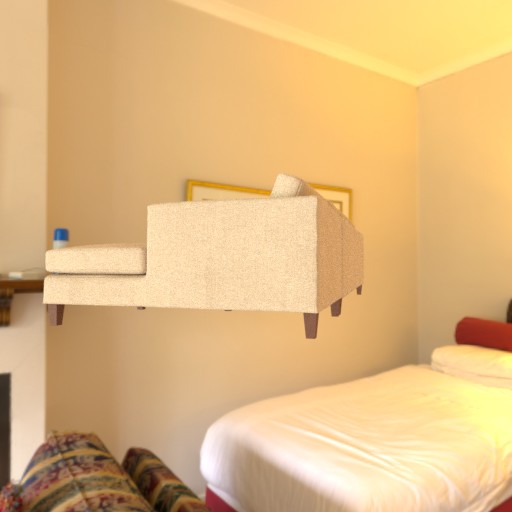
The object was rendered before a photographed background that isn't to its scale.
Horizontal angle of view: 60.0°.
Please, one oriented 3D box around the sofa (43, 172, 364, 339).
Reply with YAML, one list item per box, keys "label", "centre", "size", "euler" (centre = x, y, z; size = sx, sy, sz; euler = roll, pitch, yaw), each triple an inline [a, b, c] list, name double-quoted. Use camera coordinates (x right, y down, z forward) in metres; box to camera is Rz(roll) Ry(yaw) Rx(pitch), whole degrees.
- label: "sofa"
  centre: [0.000, 0.000, 3.845]
  size: [1.625, 0.846, 3.186]
  euler: [0, -1, 17]
